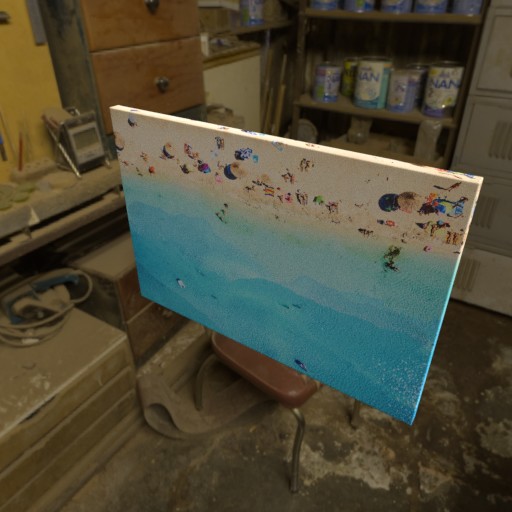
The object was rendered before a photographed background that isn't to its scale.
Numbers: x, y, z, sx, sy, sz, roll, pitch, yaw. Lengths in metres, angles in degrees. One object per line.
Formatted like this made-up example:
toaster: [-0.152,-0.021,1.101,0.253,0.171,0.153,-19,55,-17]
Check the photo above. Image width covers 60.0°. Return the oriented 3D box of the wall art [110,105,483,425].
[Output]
wall art: [0.000,0.000,1.396,1.136,0.769,0.040,20,37,29]
